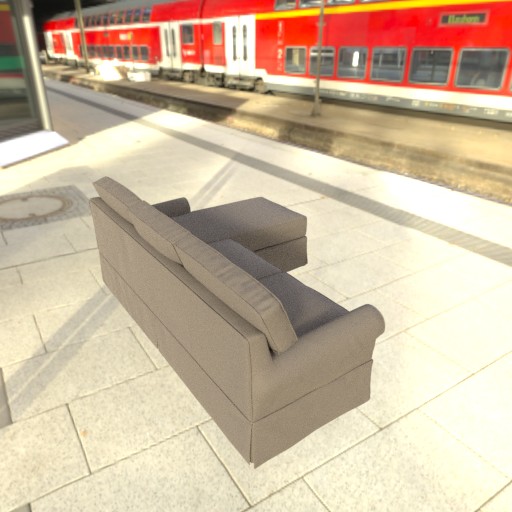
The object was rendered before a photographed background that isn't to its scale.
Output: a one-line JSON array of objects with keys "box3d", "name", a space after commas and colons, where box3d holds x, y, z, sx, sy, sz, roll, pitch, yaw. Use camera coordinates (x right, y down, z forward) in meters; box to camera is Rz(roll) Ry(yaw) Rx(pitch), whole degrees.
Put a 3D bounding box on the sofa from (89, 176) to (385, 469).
[{"box3d": [0.000, 0.000, 3.354, 1.733, 0.978, 2.475, -17, 31, -31], "name": "sofa"}]
